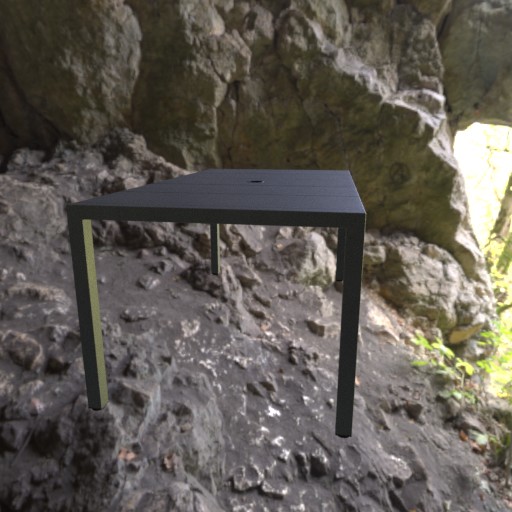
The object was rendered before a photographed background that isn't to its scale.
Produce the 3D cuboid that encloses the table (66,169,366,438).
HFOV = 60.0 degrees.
[{"bbox_3d":[0.000,0.000,2.199,0.914,0.735,1.680,3,15,10],"label":"table"}]
